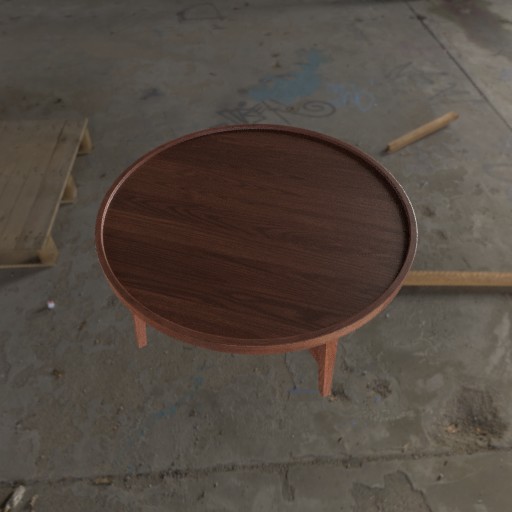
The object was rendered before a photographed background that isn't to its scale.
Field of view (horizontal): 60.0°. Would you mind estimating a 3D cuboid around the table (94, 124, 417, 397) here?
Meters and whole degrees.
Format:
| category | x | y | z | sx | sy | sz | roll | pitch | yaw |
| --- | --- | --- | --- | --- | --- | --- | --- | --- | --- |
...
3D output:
| category | x | y | z | sx | sy | sz | roll | pitch | yaw |
| --- | --- | --- | --- | --- | --- | --- | --- | --- | --- |
| table | 0.000 | 0.000 | 1.263 | 0.800 | 0.360 | 0.800 | 0 | 48 | 0 |
